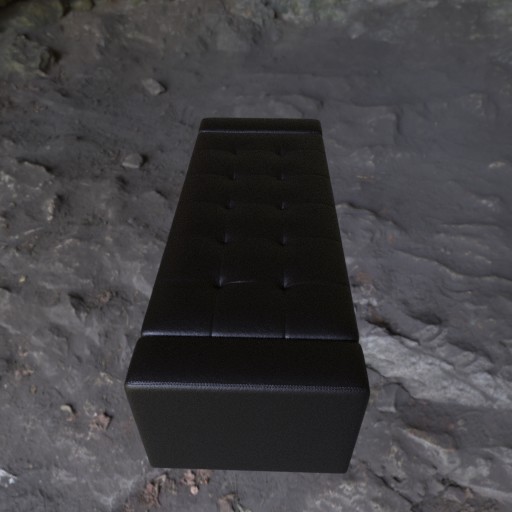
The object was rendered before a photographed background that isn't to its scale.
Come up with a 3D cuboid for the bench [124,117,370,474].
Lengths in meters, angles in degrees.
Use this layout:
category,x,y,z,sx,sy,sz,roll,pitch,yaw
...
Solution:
category,x,y,z,sx,sy,sz,roll,pitch,yaw
bench,0.000,0.000,1.504,0.508,0.445,1.296,1,41,1
